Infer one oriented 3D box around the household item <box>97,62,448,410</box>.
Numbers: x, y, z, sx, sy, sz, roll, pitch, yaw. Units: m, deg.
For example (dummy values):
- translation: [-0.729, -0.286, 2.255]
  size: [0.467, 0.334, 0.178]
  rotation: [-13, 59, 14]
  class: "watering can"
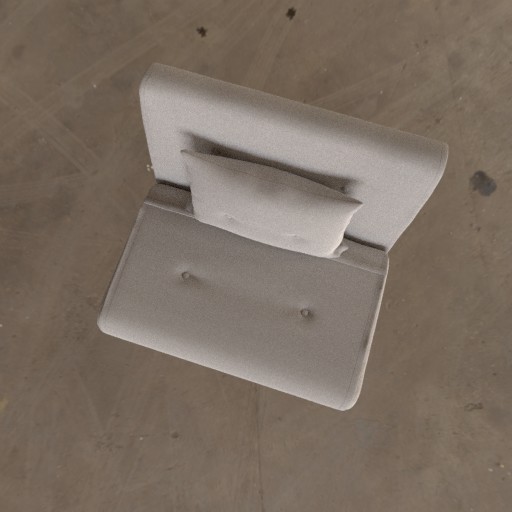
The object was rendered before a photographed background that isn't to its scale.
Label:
- translation: [0.000, 0.000, 1.651]
  size: [1.000, 0.800, 0.874]
  rotation: [17, 77, 4]
  class: "household item"
